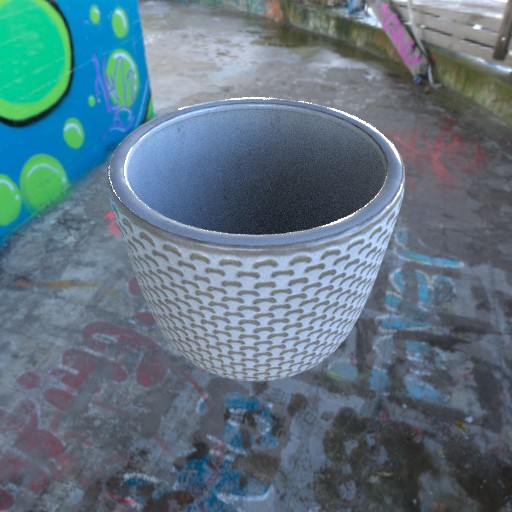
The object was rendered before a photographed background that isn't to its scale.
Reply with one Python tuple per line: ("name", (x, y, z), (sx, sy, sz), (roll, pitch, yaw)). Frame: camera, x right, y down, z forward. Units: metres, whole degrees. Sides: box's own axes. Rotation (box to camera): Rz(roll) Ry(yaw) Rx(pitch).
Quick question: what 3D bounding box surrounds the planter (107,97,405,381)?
("planter", (0.000, 0.000, 0.312), (0.173, 0.160, 0.173), (0, 41, 0))
